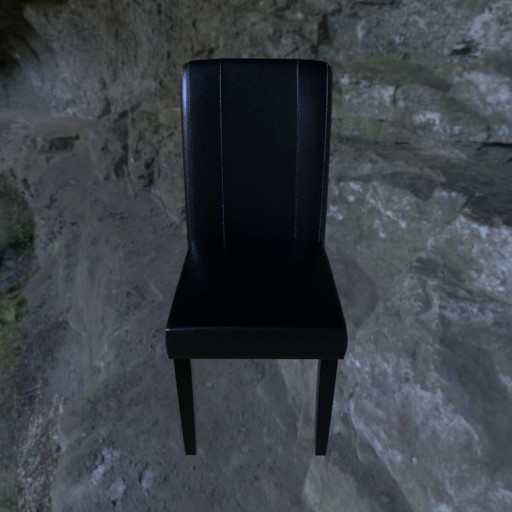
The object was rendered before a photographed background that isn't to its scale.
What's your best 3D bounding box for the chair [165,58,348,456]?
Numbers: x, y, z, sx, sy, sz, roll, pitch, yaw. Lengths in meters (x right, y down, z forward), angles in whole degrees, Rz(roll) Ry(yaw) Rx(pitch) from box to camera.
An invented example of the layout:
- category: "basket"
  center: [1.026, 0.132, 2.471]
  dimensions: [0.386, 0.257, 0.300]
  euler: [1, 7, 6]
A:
- category: "chair"
  center: [0.000, 0.000, 1.153]
  dimensions: [0.399, 0.897, 0.556]
  euler: [0, 29, 0]
